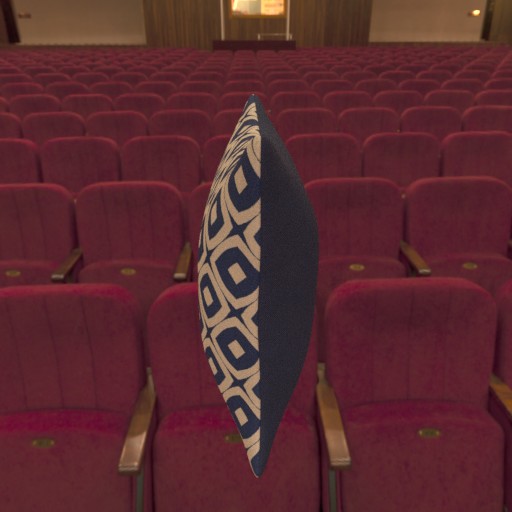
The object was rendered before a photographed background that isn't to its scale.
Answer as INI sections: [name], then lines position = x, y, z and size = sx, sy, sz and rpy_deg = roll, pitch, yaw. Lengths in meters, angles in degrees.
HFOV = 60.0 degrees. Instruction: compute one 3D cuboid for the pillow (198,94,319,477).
[pillow]
position = 0.000, 0.000, 0.772
size = 0.188, 0.494, 0.504
rpy_deg = 0, 25, -1
